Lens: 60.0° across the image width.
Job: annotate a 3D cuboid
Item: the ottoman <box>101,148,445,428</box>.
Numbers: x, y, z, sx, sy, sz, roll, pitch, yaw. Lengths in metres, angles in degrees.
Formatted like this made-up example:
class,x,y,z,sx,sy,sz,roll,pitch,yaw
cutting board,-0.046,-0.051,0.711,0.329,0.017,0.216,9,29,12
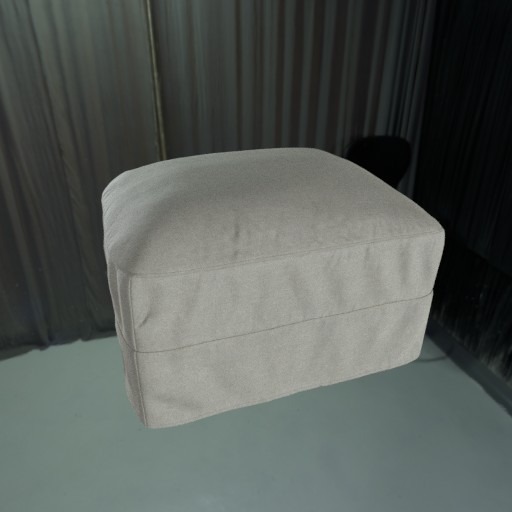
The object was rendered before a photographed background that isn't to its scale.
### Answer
class,x,y,z,sx,sy,sz,roll,pitch,yaw
ottoman,0.000,0.000,1.110,0.712,0.480,0.584,-9,29,-17
